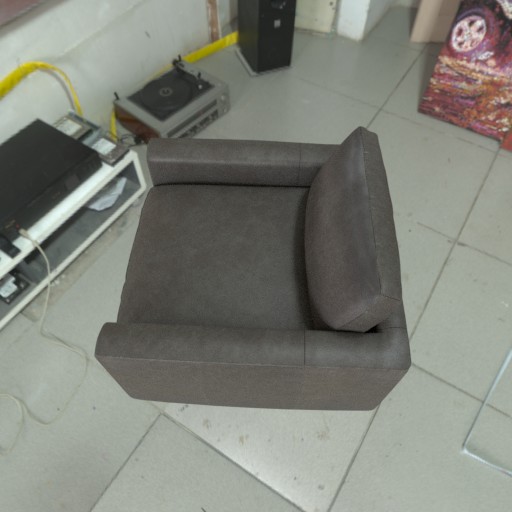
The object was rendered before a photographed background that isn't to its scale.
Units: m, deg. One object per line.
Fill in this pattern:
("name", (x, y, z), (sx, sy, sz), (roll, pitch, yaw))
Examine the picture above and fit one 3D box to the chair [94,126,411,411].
("chair", (0.000, 0.000, 1.881), (1.080, 0.807, 1.106), (2, 57, 2))
